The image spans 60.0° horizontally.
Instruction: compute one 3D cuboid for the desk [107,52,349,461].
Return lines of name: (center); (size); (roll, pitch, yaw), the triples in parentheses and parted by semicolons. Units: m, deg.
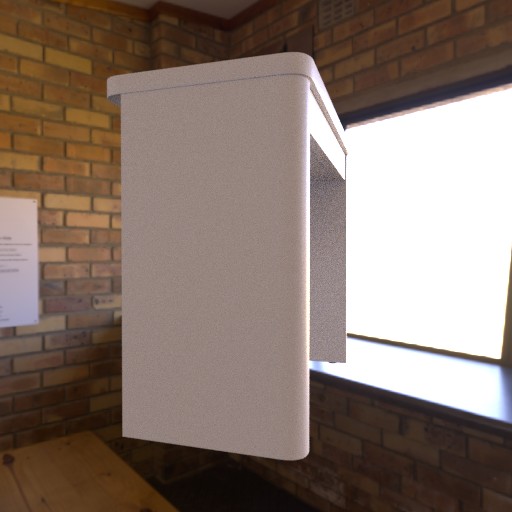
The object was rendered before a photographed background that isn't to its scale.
desk: (0.000, 0.000, 1.248); (0.446, 0.760, 0.790); (0, 1, 17)
